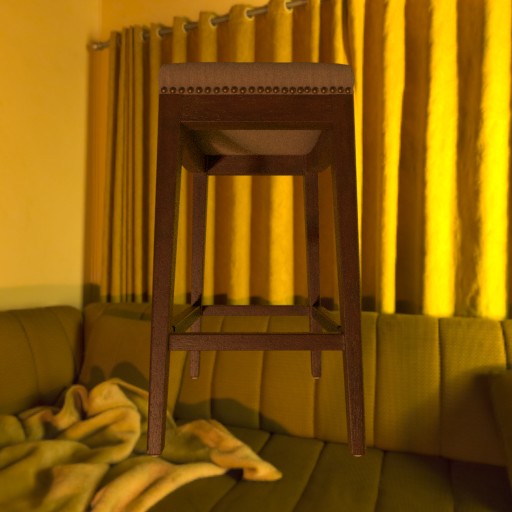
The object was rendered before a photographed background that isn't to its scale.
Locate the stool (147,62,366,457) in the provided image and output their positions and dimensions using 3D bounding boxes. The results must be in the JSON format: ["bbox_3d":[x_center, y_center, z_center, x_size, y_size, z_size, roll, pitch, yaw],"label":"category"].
[{"bbox_3d":[0.000,0.000,0.973,0.356,0.660,0.508,0,-1,0],"label":"stool"}]
